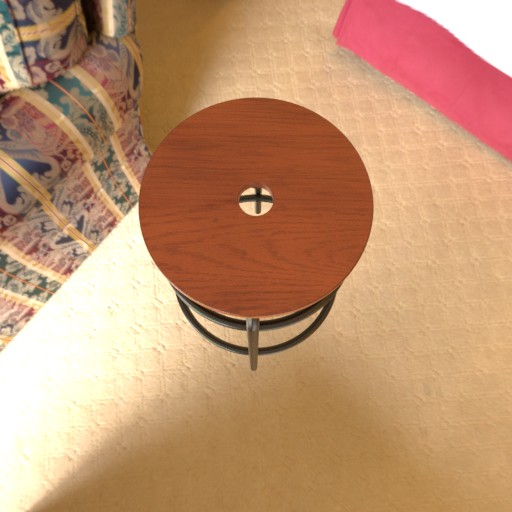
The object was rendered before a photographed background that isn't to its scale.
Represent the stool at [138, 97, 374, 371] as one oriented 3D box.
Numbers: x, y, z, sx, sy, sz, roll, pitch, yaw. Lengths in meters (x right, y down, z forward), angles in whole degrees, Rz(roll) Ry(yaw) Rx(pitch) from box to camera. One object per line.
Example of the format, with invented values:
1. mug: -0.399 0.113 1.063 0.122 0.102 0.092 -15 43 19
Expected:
1. stool: 0.000 0.000 0.923 0.455 0.610 0.455 1 75 0
